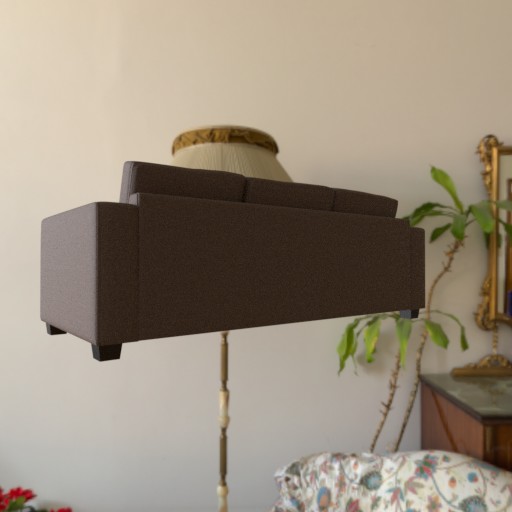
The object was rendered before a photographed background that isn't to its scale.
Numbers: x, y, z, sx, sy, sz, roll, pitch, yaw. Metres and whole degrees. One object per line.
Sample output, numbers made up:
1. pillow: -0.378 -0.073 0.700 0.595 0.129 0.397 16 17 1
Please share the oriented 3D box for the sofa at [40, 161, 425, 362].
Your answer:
1. sofa: 0.000 0.000 2.605 2.160 0.806 0.900 1 -1 -38
